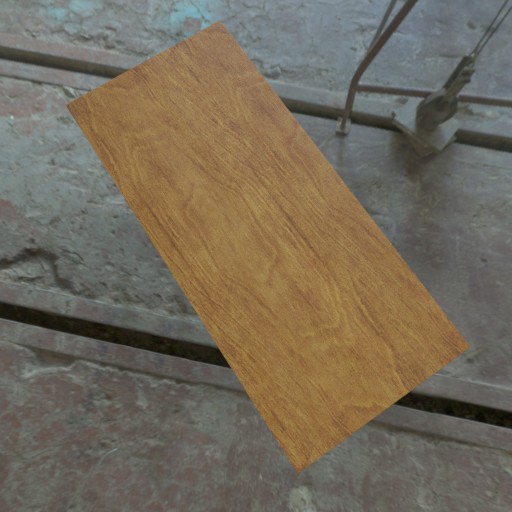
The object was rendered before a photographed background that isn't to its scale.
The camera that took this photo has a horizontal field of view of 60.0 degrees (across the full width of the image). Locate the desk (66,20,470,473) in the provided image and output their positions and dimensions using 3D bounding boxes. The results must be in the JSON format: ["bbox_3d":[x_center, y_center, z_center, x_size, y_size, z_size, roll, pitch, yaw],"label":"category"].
[{"bbox_3d":[0.000,0.000,1.406,0.470,0.762,1.016,-33,78,-8],"label":"desk"}]
